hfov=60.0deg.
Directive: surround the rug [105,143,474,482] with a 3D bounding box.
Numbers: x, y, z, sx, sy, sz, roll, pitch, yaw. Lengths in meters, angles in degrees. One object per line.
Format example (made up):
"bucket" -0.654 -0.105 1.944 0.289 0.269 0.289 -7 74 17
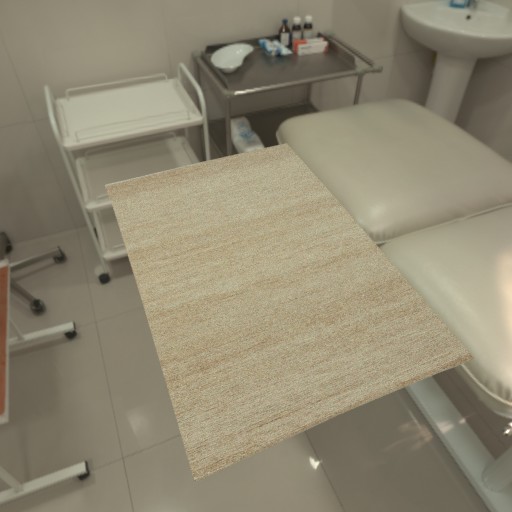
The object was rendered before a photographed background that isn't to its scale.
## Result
"rug" 0.000 0.000 2.910 1.574 0.029 2.346 -17 48 -16
